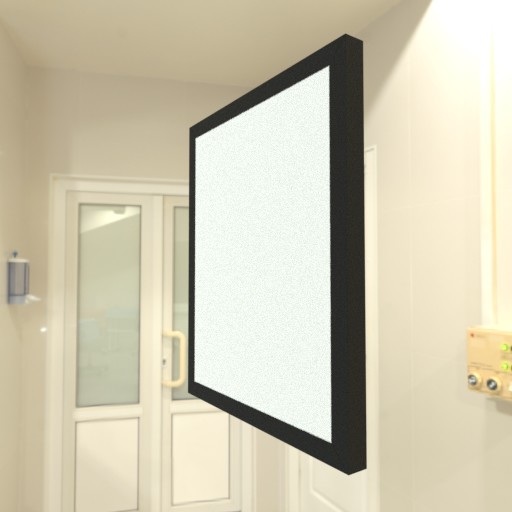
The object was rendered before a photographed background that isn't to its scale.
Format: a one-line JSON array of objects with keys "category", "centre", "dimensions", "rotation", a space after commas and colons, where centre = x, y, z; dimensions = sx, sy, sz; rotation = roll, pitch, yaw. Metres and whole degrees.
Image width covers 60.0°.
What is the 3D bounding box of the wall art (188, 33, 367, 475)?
[{"category": "wall art", "centre": [0.000, 0.000, 0.547], "dimensions": [0.024, 0.404, 0.329], "rotation": [1, -2, -34]}]
